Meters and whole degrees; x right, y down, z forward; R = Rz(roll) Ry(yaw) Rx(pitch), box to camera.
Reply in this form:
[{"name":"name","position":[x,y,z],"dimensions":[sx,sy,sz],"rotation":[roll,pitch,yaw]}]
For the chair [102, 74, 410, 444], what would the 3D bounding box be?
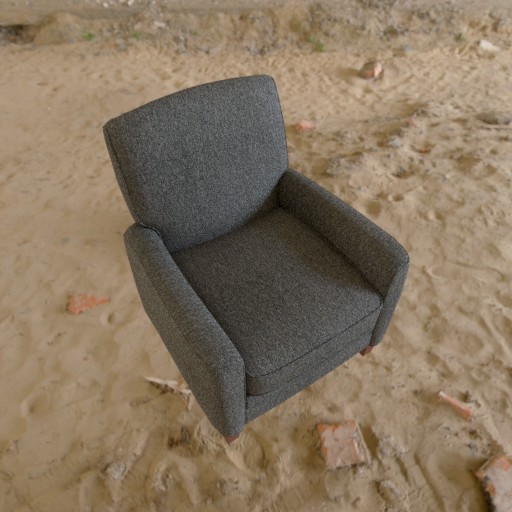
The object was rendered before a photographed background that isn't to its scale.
[{"name":"chair","position":[0.000,0.000,1.685],"dimensions":[0.848,1.014,0.864],"rotation":[-25,52,-22]}]
